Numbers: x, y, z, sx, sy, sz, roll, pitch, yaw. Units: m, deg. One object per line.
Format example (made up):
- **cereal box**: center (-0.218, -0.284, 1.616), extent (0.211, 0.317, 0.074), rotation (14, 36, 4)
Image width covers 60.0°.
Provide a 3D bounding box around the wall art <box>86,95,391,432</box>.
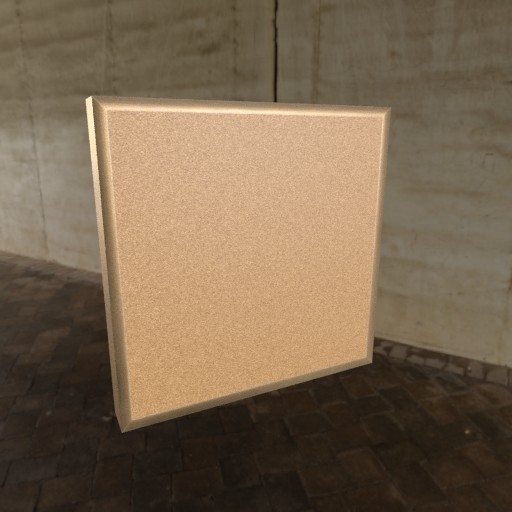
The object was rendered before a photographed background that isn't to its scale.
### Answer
- **wall art**: center (0.000, 0.000, 0.465), extent (0.305, 0.303, 0.038), rotation (-7, 17, -25)
